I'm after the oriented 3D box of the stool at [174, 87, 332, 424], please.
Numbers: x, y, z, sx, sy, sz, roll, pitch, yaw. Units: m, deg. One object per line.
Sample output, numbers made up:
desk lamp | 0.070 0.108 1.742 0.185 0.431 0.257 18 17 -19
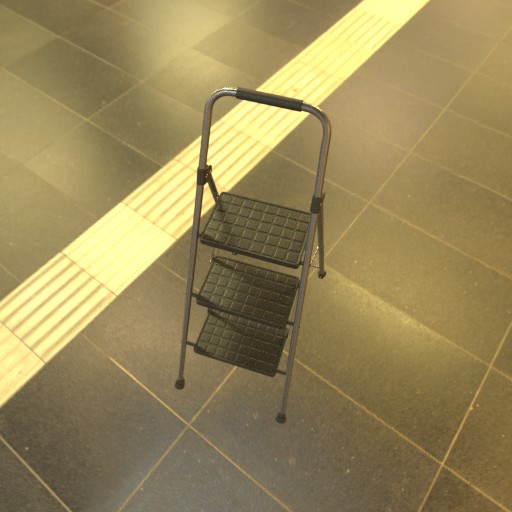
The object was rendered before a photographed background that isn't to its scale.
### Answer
stool | 0.000 0.000 1.486 0.473 1.121 0.733 15 58 10
